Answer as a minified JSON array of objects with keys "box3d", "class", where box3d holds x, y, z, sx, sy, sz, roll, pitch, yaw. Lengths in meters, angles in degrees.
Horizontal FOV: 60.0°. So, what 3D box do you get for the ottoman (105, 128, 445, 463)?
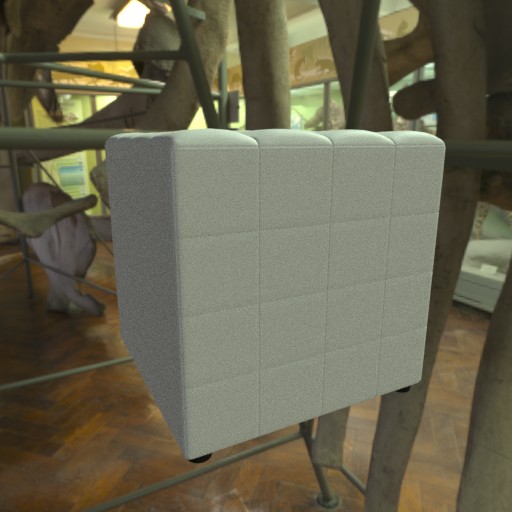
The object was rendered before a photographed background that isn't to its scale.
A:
[{"box3d":[0.000,0.000,0.796,0.425,0.432,0.425,-8,16,-27],"class":"ottoman"}]
